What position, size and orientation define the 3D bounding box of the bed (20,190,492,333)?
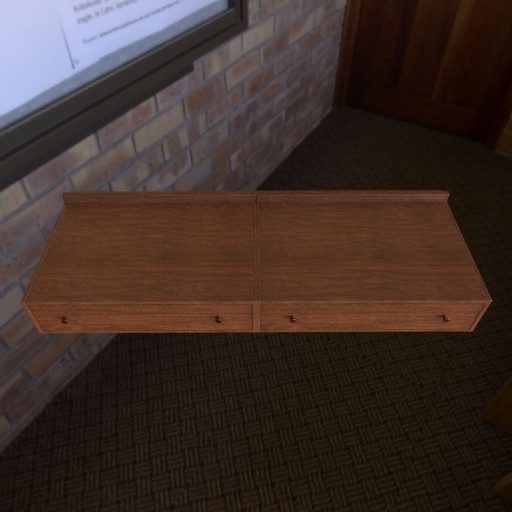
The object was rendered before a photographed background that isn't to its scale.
[{"bbox_3d":[0.000,0.000,2.263,2.057,0.326,0.787,0,47,0],"label":"bed"}]
